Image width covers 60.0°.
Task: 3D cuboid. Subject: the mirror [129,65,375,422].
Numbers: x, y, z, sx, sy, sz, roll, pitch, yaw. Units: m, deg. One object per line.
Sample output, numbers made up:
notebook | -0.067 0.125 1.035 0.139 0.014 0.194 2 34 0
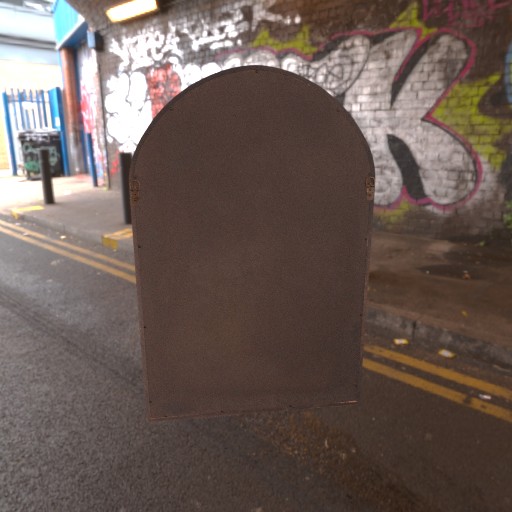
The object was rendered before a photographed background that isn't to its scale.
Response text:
mirror | 0.000 0.000 1.149 0.609 0.915 0.032 -2 15 -8
